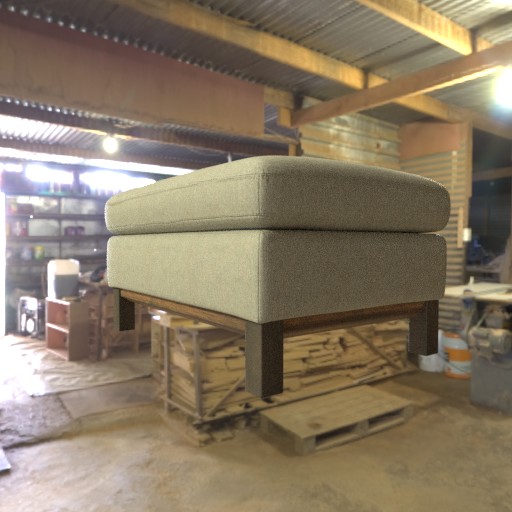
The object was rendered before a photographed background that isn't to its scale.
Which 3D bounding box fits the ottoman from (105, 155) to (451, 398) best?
[{"bbox_3d":[0.000,0.000,1.063,0.528,0.404,0.735,-1,2,-36],"label":"ottoman"}]
